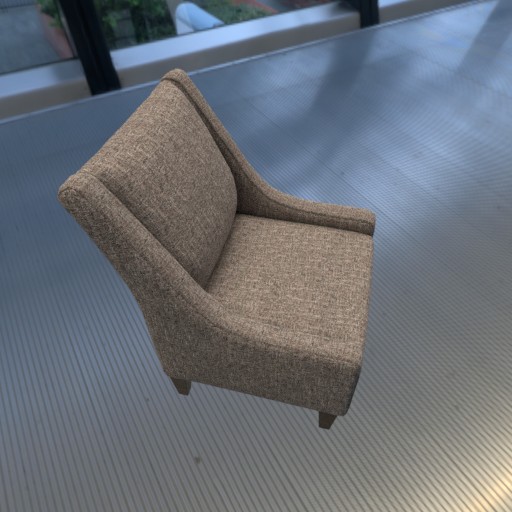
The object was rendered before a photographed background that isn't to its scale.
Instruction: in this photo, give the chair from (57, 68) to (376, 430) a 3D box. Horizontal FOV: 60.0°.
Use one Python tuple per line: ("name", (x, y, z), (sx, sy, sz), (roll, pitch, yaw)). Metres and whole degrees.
("chair", (0.000, 0.000, 1.634), (0.870, 1.014, 0.774), (10, 46, 10))
